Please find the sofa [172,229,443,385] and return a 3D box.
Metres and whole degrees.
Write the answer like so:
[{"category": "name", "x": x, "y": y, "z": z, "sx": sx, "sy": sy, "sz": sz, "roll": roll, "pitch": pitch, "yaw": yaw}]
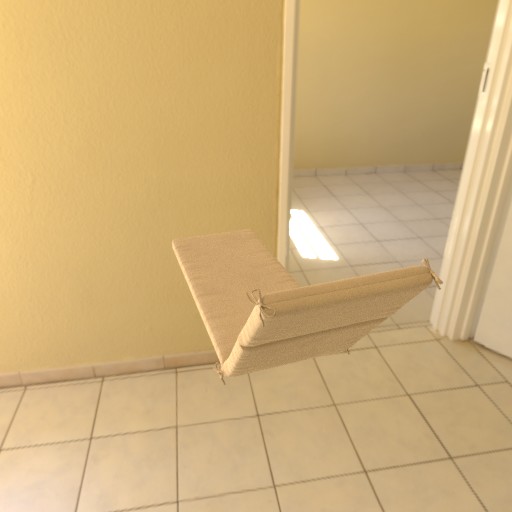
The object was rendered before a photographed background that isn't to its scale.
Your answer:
[{"category": "sofa", "x": 0.000, "y": 0.000, "z": 1.977, "sx": 0.582, "sy": 0.622, "sz": 1.663, "roll": -9, "pitch": 28, "yaw": -17}]
